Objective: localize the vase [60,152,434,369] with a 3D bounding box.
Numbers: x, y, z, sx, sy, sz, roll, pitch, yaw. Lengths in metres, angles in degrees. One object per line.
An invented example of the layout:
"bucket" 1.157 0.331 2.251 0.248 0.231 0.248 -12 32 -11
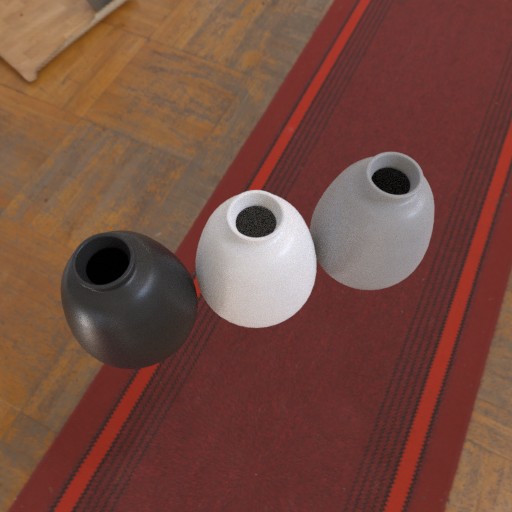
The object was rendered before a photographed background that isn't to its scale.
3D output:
"vase" 0.000 0.000 0.343 0.297 0.122 0.097 -17 65 -8
